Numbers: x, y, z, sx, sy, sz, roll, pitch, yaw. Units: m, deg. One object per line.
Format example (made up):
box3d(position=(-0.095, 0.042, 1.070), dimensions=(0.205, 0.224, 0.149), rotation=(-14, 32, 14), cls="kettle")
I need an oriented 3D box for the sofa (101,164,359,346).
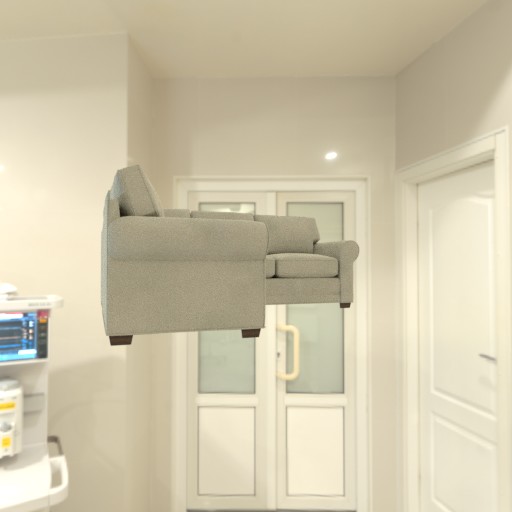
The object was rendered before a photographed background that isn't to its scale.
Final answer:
box3d(position=(0.000, 0.000, 3.919), dimensions=(2.562, 1.053, 2.487), rotation=(0, -1, -20), cls="sofa")
